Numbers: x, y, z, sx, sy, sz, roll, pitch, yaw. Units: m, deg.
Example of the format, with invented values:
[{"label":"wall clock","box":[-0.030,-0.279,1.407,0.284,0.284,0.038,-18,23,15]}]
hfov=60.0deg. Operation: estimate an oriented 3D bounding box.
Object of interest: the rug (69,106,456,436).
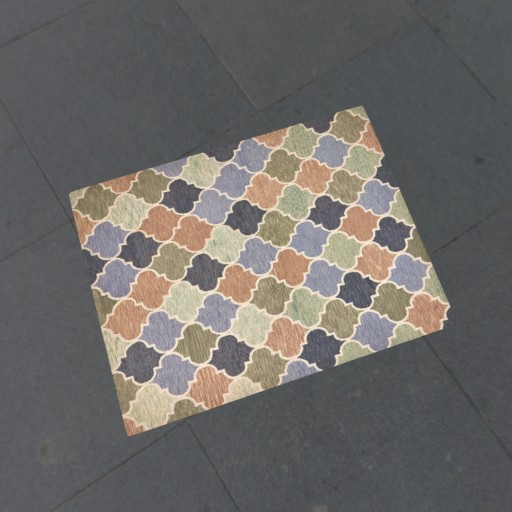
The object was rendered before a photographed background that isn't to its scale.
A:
[{"label":"rug","box":[0.000,0.000,4.338,3.200,0.013,2.439,-18,77,-4]}]
